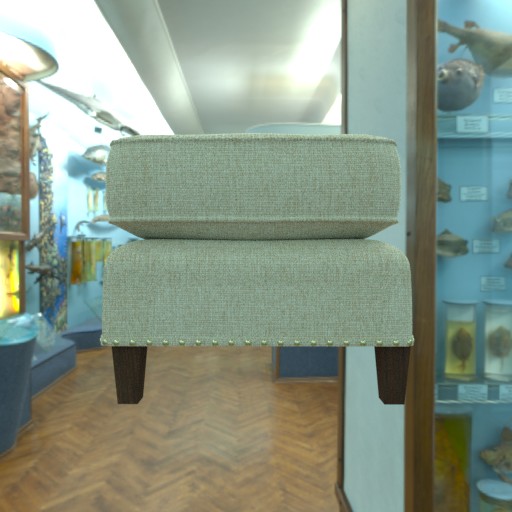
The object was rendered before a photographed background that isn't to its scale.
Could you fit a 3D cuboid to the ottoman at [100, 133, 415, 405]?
[{"bbox_3d":[0.000,0.000,1.160,0.589,0.537,0.738,0,1,0],"label":"ottoman"}]
